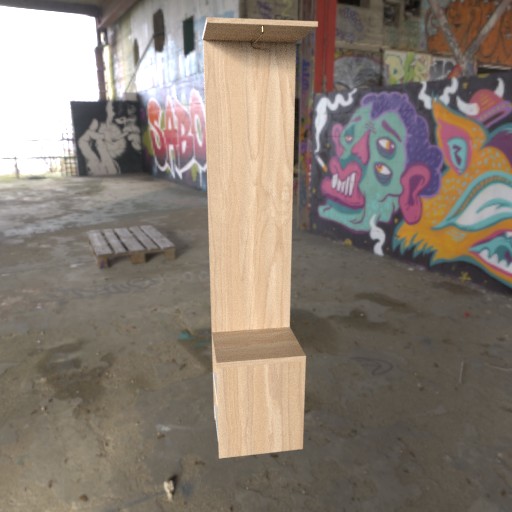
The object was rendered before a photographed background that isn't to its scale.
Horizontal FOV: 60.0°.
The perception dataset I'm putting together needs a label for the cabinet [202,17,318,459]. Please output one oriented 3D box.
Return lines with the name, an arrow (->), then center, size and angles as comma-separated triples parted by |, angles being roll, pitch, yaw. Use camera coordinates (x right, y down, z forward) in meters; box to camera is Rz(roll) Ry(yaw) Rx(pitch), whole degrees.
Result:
cabinet -> 0.000, 0.000, 2.024 | 0.411, 1.879, 0.338 | -3, 16, -9
